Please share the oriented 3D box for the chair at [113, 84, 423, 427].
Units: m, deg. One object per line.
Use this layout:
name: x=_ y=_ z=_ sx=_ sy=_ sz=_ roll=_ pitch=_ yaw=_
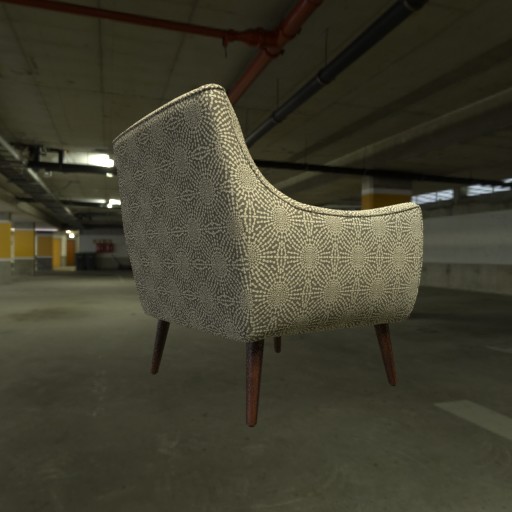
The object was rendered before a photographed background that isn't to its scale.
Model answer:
chair: x=0.000 y=0.000 z=1.472 sx=0.787 sy=0.838 sz=0.762 roll=0 pitch=0 yaw=-36
